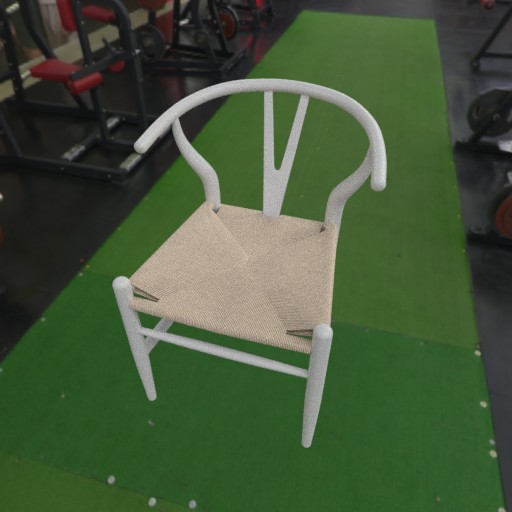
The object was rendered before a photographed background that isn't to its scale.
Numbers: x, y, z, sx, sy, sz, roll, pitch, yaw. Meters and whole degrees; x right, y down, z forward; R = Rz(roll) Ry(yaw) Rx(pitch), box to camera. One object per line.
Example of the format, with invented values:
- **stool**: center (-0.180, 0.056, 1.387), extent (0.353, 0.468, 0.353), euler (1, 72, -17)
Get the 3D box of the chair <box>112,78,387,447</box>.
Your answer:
- **chair**: center (0.000, 0.000, 1.166), extent (0.569, 0.730, 0.579), euler (12, 42, 13)
